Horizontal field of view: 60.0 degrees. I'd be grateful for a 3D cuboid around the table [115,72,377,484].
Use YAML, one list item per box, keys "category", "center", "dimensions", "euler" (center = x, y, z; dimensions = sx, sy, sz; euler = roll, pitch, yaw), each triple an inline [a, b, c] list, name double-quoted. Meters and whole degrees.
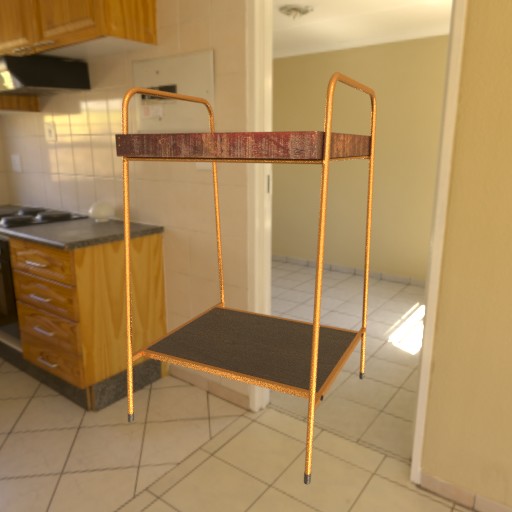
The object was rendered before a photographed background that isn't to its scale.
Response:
- category: "table"
  center: [0.000, 0.000, 0.994]
  dimensions: [0.430, 0.710, 0.430]
  euler: [7, 15, 26]
